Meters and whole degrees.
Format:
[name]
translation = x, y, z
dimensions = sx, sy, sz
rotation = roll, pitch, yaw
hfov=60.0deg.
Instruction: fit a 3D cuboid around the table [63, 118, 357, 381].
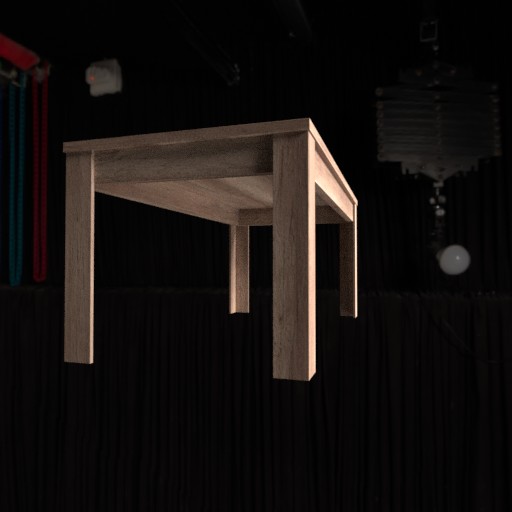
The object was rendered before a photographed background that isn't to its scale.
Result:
[table]
translation = 0.000, 0.000, 2.319
dimensions = 0.900, 0.790, 1.800
rotation = 0, -1, 17
